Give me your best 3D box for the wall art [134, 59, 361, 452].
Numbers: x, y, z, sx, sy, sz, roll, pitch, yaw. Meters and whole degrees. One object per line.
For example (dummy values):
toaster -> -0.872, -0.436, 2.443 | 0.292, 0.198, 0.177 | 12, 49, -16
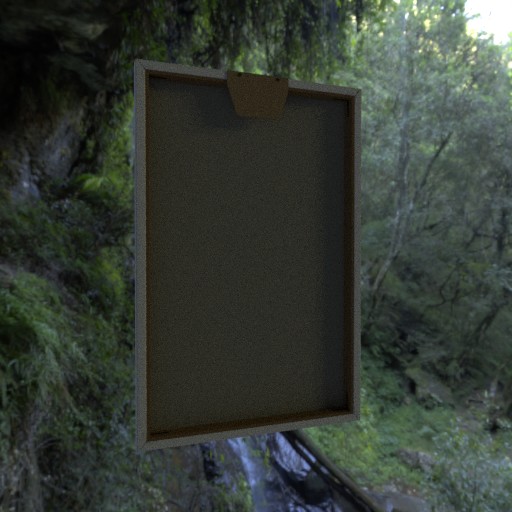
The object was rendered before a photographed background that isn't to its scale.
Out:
wall art -> 0.000, 0.000, 1.143 | 0.602, 0.916, 0.048 | 0, 1, -19
